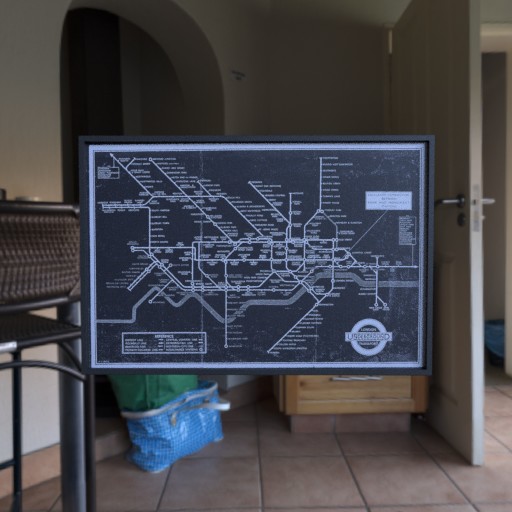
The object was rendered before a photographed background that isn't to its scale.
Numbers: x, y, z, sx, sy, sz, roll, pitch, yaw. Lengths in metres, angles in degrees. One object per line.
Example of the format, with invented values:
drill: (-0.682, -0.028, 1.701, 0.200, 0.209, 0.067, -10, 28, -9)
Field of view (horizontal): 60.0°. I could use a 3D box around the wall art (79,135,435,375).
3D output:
wall art: (0.000, 0.000, 0.567, 0.443, 0.301, 0.021, 0, 2, 1)
